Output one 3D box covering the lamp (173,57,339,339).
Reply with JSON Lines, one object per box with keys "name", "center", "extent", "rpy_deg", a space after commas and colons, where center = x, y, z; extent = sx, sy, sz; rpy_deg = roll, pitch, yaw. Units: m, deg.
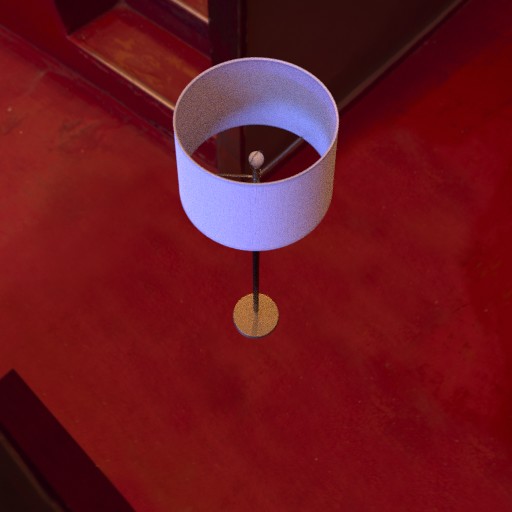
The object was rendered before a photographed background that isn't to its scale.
{"name": "lamp", "center": [0.000, 0.000, 1.641], "extent": [0.420, 1.447, 0.420], "rpy_deg": [0, 64, 0]}
